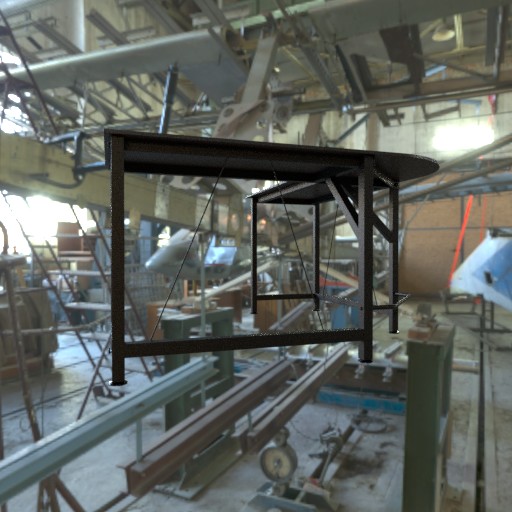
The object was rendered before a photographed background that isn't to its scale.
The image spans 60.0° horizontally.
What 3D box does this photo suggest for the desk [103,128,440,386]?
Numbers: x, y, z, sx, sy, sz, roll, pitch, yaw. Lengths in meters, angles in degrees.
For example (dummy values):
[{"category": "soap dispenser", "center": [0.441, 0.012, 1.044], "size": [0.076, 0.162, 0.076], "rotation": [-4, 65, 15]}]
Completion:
[{"category": "desk", "center": [0.000, 0.000, 2.180], "size": [1.400, 0.762, 1.400], "rotation": [0, 1, -18]}]
